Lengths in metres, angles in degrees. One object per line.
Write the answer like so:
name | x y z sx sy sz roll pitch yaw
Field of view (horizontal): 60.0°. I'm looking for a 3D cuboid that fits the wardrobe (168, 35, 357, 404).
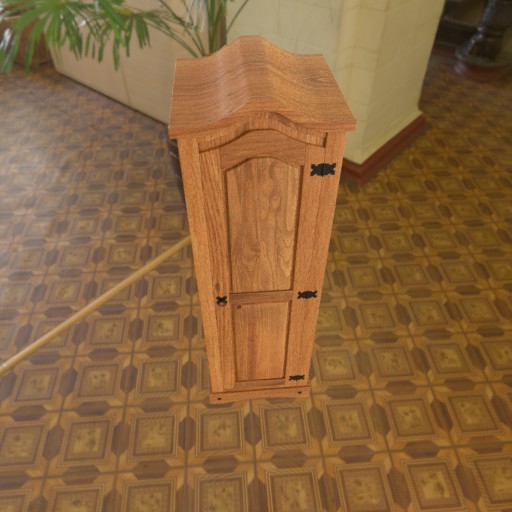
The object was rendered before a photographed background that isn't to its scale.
wardrobe | 0.000 0.000 2.180 0.590 1.870 0.570 -3 45 -3
